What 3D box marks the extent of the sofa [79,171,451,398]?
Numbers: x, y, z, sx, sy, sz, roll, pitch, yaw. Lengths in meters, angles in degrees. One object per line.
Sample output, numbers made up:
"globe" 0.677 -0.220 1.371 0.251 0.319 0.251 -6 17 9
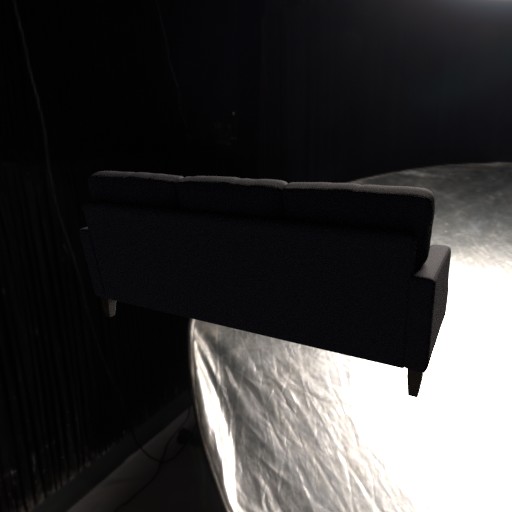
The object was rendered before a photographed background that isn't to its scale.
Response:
"sofa" 0.000 0.000 2.677 2.115 0.984 0.888 8 17 28
